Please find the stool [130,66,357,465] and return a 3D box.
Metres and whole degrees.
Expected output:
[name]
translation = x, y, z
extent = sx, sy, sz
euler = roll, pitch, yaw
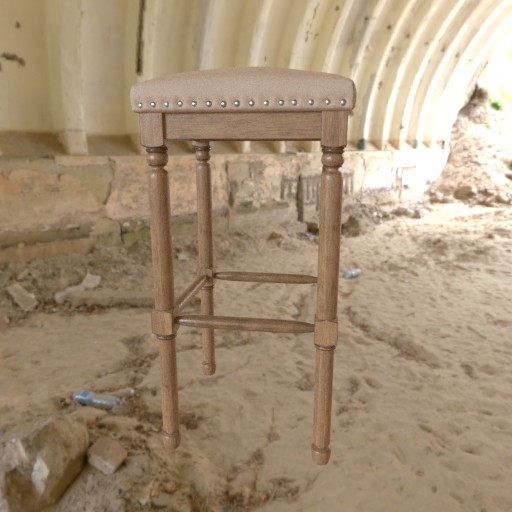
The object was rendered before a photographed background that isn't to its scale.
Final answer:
[stool]
translation = 0.000, 0.000, 0.985
extent = 0.382, 0.768, 0.383
euler = 2, 14, 9
